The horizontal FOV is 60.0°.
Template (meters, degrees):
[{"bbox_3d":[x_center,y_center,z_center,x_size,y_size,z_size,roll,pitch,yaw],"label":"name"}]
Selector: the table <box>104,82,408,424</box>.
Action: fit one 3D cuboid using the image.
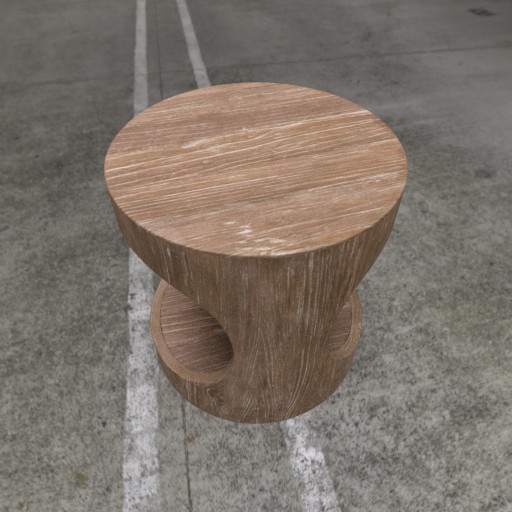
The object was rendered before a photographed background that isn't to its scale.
[{"bbox_3d":[0.000,0.000,0.987,0.527,0.551,0.527,0,46,0],"label":"table"}]
